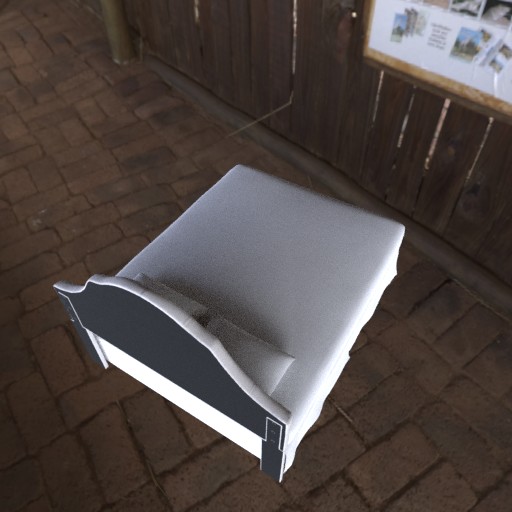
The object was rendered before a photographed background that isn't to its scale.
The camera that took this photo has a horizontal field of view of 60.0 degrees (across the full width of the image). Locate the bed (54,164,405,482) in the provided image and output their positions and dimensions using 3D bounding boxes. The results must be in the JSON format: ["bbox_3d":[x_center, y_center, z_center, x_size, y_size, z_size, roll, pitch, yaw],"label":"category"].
[{"bbox_3d":[0.000,0.000,3.789,2.039,1.617,2.477,24,52,21],"label":"bed"}]
